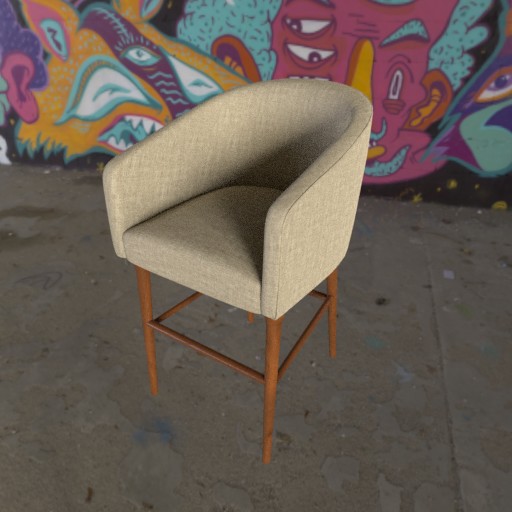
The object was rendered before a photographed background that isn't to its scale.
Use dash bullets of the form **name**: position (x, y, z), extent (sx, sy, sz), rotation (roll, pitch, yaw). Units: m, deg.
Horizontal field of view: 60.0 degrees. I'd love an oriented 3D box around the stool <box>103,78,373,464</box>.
- **stool**: position (0.000, 0.000, 1.359), extent (0.559, 0.952, 0.635), rotation (18, 34, 30)
